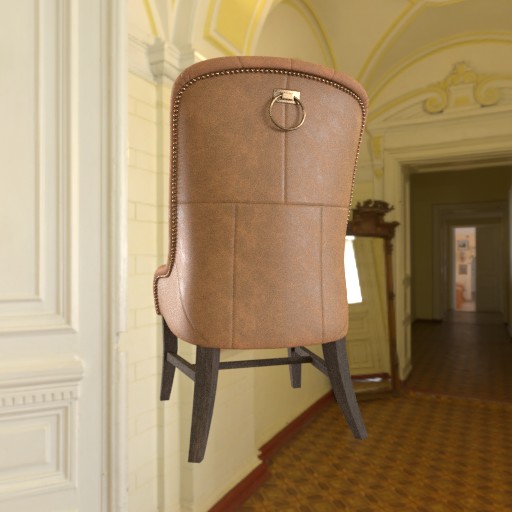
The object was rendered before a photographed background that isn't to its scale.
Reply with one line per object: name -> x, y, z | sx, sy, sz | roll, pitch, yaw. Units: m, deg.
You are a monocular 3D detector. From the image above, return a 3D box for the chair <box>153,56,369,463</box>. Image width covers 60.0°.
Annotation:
chair -> 0.000, 0.000, 1.495 | 0.634, 1.091, 0.629 | 0, -1, -18
